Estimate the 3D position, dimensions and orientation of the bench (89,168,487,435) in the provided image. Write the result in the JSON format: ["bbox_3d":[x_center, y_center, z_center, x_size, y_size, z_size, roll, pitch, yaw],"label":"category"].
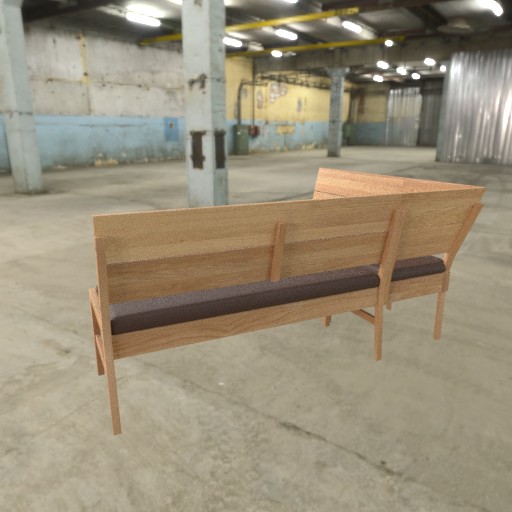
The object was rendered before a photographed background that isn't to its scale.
[{"bbox_3d":[0.000,0.000,2.683,1.975,0.890,1.549,-8,17,-26],"label":"bench"}]
